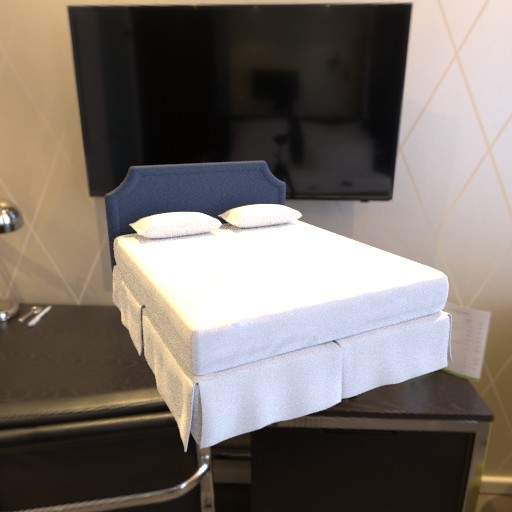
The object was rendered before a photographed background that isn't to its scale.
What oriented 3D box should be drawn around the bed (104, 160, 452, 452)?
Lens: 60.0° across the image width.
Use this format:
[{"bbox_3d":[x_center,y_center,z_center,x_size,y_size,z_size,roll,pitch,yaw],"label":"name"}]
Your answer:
[{"bbox_3d":[0.000,0.000,4.141,2.350,1.488,2.773,-9,19,-26],"label":"bed"}]
